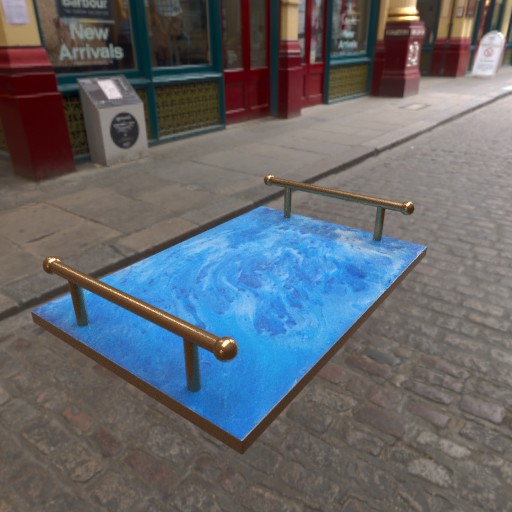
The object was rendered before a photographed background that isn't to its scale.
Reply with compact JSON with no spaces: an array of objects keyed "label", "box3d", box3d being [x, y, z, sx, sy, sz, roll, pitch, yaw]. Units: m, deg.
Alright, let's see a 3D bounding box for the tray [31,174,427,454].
[{"label":"tray","box3d":[0.000,0.000,0.566,0.304,0.084,0.444,18,31,33]}]
